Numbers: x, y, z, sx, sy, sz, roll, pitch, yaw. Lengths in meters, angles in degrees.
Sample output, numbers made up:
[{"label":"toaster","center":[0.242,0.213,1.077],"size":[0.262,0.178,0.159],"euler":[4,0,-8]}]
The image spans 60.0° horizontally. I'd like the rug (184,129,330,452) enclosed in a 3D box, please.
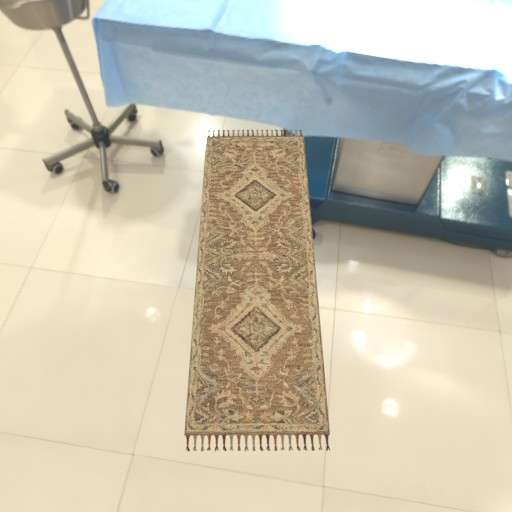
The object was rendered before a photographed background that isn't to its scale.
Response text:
[{"label":"rug","center":[0.000,0.000,2.799],"size":[1.324,0.018,2.378],"euler":[13,59,8]}]
